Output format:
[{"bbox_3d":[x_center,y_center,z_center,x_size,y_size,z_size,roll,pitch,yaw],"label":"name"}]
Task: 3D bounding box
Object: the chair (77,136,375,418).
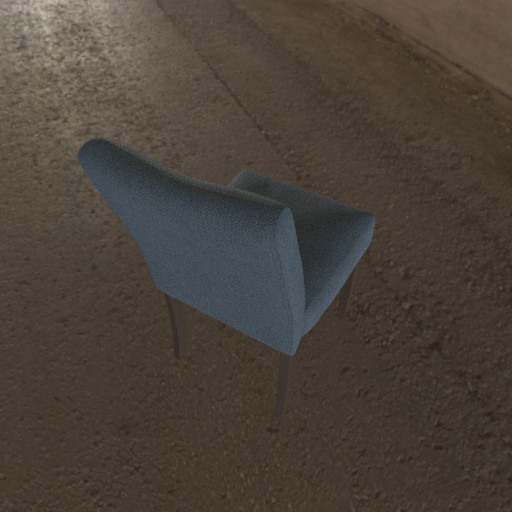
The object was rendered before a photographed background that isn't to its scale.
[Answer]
[{"bbox_3d":[0.000,0.000,1.235,0.487,0.882,0.629,23,50,21],"label":"chair"}]
